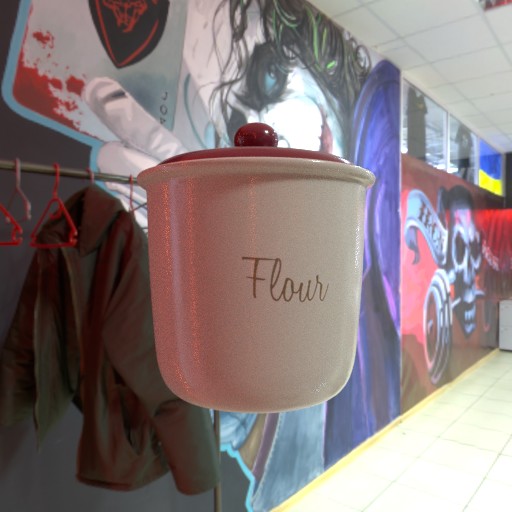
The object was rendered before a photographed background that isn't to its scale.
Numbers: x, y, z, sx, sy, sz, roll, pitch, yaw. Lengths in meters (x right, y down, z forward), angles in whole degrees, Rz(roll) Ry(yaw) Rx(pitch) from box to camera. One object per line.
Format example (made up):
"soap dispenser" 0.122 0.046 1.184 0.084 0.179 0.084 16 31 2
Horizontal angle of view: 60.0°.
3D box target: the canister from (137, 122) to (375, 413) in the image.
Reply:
"canister" 0.000 0.000 0.350 0.182 0.208 0.182 0 1 0
